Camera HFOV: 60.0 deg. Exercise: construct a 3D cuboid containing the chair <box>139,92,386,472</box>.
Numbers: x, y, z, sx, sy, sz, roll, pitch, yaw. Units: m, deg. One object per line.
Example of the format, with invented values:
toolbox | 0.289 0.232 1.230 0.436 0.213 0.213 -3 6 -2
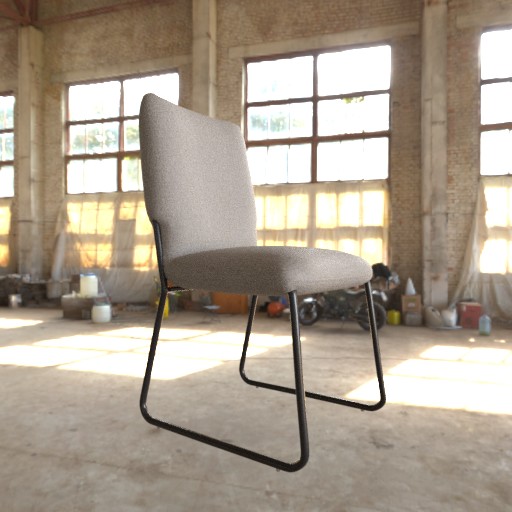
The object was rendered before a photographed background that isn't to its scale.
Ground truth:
chair | 0.000 0.000 1.187 0.560 0.864 0.448 0 1 37
